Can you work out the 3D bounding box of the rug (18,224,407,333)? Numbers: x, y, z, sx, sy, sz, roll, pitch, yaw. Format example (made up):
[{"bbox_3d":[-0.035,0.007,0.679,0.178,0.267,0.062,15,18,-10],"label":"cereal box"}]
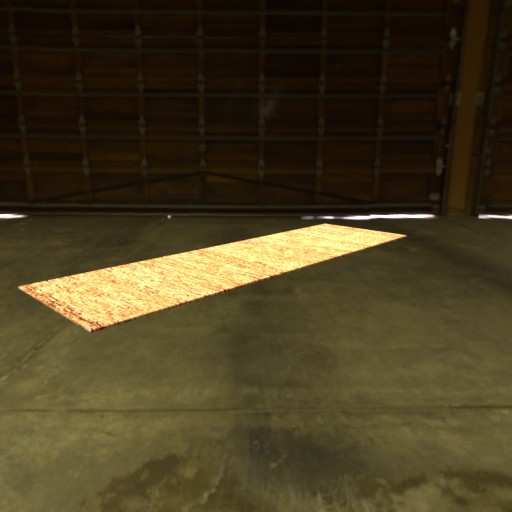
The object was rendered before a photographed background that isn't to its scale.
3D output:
[{"bbox_3d":[0.000,0.000,2.452,0.680,0.014,2.237,13,19,43],"label":"rug"}]
